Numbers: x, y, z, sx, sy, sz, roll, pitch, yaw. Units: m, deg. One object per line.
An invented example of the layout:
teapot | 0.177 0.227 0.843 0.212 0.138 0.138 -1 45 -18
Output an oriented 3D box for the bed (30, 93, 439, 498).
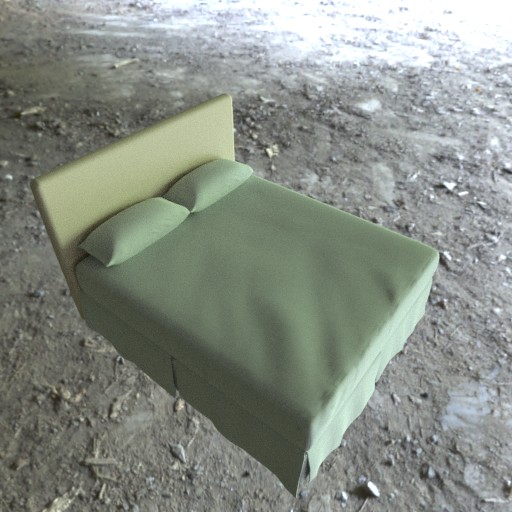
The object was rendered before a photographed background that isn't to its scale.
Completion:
bed | 0.000 0.000 3.142 2.142 1.330 1.884 27 48 28
